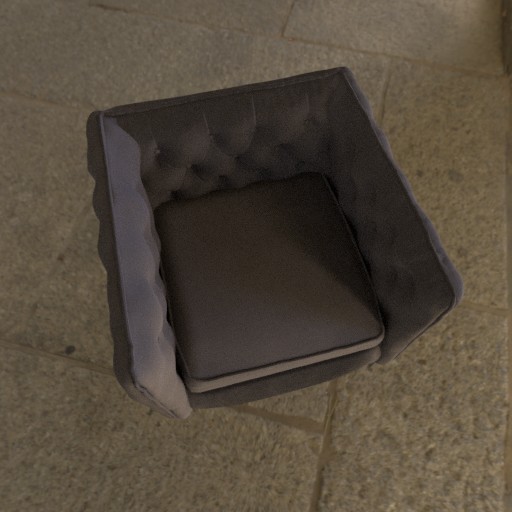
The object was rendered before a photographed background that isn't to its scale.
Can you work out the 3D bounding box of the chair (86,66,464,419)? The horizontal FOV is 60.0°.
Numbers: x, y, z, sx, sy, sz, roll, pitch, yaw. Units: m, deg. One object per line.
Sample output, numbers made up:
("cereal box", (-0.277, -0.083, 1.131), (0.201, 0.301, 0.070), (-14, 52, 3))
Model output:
("chair", (0.000, 0.000, 1.598), (0.946, 0.807, 0.913), (-13, 64, -7))
